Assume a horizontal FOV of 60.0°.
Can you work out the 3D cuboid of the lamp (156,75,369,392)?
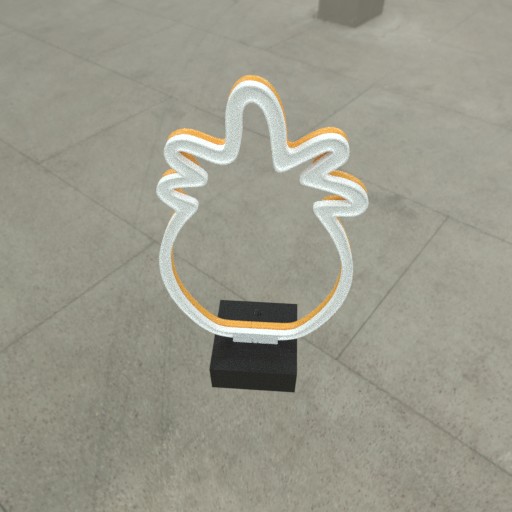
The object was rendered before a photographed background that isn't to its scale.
[{"bbox_3d":[0.000,0.000,0.384,0.167,0.317,0.088,3,46,3],"label":"lamp"}]
